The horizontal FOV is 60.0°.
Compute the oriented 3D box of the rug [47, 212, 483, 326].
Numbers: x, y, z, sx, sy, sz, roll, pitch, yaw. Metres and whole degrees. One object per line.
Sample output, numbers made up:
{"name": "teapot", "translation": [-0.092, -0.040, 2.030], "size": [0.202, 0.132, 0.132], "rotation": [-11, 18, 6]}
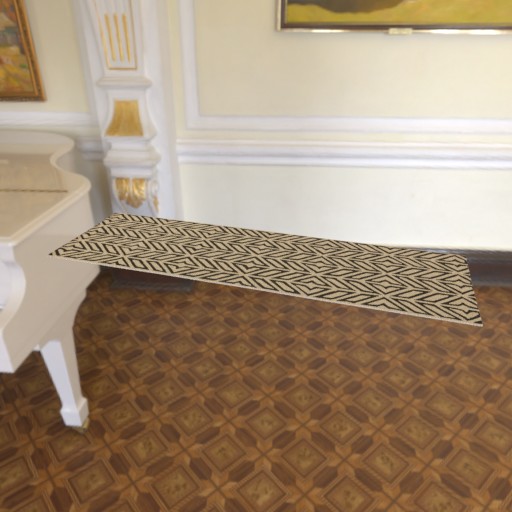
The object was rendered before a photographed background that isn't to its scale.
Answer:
{"name": "rug", "translation": [0.000, 0.000, 2.694], "size": [2.435, 0.009, 0.750], "rotation": [8, 28, 15]}
